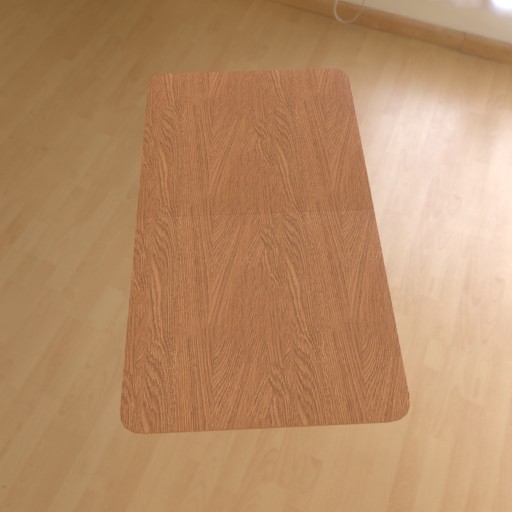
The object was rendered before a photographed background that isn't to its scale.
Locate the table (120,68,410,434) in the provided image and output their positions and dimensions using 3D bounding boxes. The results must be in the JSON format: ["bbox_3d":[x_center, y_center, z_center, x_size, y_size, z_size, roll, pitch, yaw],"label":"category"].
[{"bbox_3d":[0.000,0.000,2.116,0.950,0.770,1.600,-2,64,-1],"label":"table"}]
